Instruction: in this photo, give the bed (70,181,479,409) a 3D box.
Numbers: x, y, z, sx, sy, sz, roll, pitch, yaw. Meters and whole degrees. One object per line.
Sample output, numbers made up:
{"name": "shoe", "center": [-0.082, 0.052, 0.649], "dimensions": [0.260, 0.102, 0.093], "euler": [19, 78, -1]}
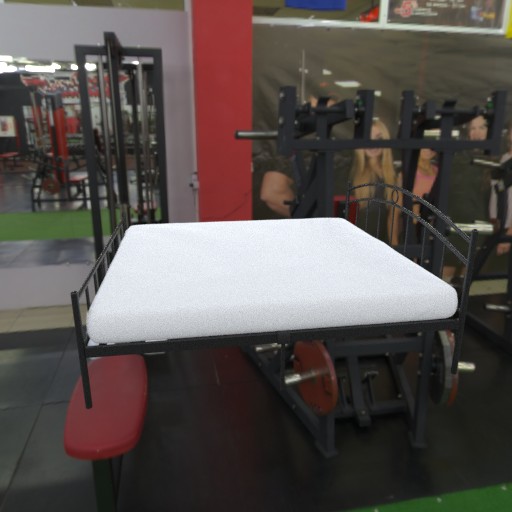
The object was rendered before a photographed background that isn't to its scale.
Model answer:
{"name": "bed", "center": [0.000, 0.000, 3.129], "dimensions": [2.040, 0.940, 1.880], "euler": [-3, 18, -9]}
